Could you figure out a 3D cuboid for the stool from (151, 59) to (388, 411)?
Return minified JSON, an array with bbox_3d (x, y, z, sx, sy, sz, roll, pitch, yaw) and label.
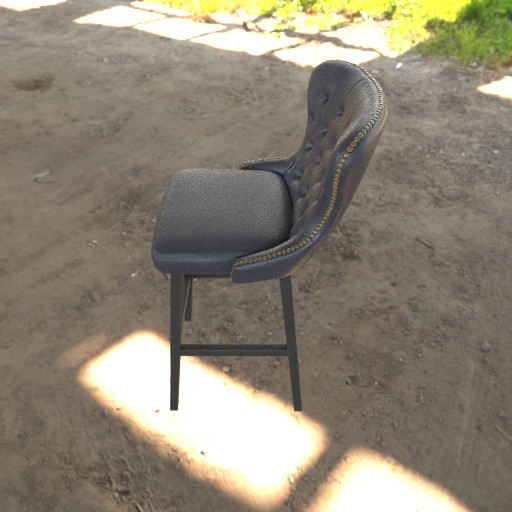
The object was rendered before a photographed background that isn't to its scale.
[{"bbox_3d":[0.000,0.000,1.370,0.601,1.050,0.528,0,41,0],"label":"stool"}]
